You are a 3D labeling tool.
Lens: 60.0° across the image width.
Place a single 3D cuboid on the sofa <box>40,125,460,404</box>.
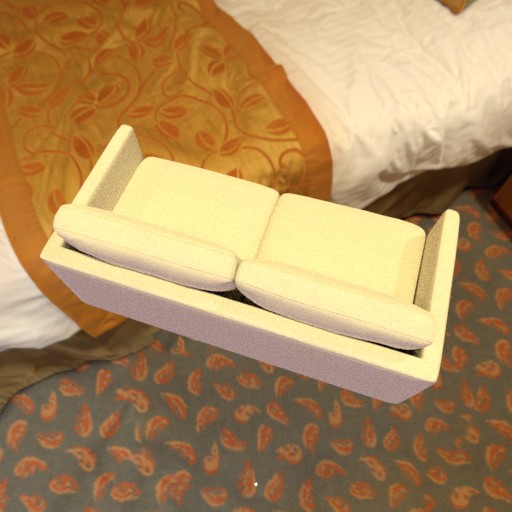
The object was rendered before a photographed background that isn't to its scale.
[{"bbox_3d":[0.000,0.000,2.479,1.981,0.889,0.965,16,64,8],"label":"sofa"}]
